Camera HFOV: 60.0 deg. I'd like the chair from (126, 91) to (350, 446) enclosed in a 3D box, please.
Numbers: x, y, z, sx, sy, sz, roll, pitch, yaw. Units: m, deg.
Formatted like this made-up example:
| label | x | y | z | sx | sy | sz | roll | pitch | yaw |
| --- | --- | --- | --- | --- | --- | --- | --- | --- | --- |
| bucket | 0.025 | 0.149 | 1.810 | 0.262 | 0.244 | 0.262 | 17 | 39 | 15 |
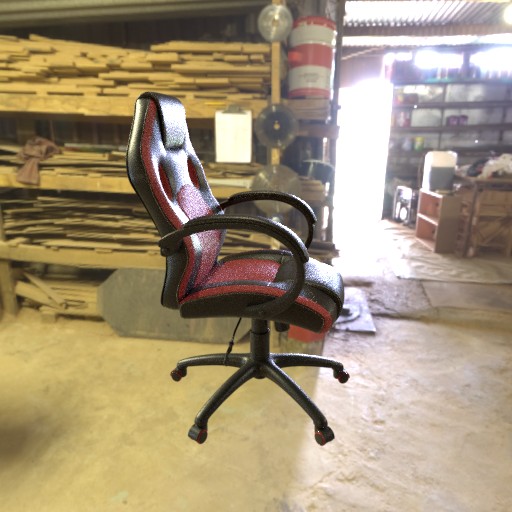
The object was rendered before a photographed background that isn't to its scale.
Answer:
| label | x | y | z | sx | sy | sz | roll | pitch | yaw |
| --- | --- | --- | --- | --- | --- | --- | --- | --- | --- |
| chair | 0.000 | 0.000 | 1.712 | 0.783 | 1.189 | 0.750 | 3 | 16 | 9 |
